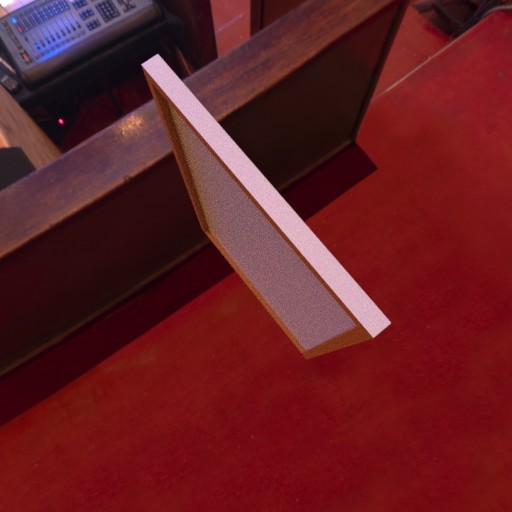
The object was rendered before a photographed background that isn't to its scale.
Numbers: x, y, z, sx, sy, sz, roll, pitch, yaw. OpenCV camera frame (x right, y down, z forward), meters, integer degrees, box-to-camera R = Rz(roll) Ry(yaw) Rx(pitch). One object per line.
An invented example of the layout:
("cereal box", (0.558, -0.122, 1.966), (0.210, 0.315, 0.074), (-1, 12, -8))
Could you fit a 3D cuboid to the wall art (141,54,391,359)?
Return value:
("wall art", (0.000, 0.000, 1.167), (0.037, 0.916, 0.610), (-37, 78, -9))
